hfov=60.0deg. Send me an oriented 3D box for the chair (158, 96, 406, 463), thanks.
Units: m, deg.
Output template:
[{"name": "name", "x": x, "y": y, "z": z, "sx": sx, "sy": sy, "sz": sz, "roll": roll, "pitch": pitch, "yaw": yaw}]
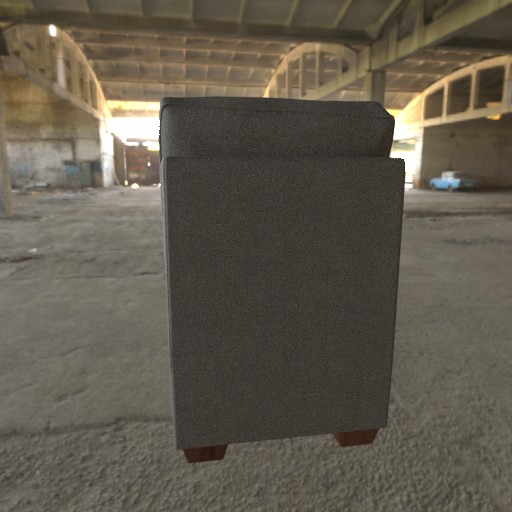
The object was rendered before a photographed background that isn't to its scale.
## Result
[{"name": "chair", "x": 0.000, "y": 0.000, "z": 1.564, "sx": 0.621, "sy": 0.970, "sz": 0.938, "roll": -2, "pitch": 11, "yaw": -10}]
